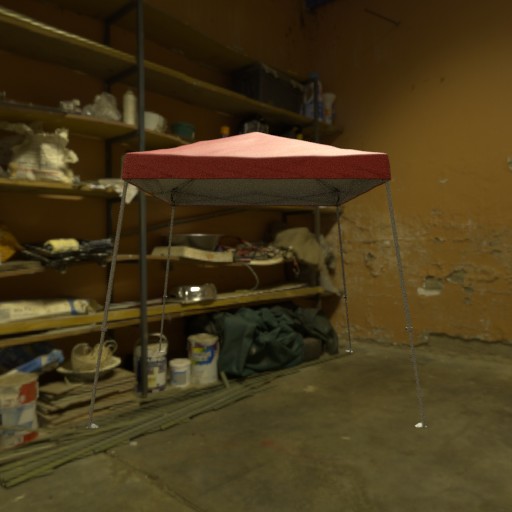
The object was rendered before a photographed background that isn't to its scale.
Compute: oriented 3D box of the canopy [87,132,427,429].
[{"bbox_3d":[0.000,0.000,5.114,2.848,2.849,2.849,0,1,0],"label":"canopy"}]
